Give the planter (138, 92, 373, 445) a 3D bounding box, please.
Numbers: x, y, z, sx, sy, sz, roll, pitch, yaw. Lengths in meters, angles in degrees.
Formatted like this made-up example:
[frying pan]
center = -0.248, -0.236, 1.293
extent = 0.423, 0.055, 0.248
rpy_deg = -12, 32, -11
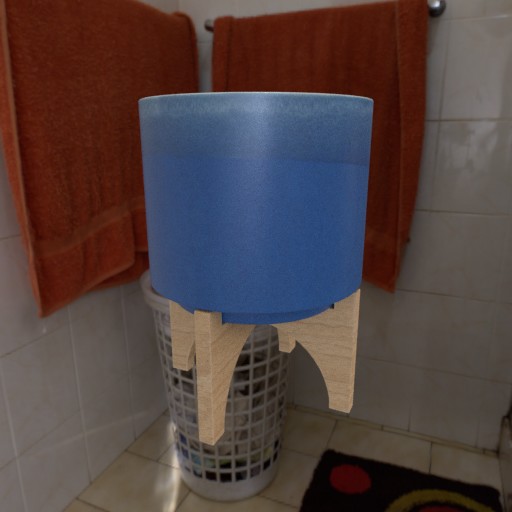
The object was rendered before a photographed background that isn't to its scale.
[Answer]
[planter]
center = 0.000, 0.000, 0.557
extent = 0.261, 0.367, 0.261
rpy_deg = 0, 16, 0
